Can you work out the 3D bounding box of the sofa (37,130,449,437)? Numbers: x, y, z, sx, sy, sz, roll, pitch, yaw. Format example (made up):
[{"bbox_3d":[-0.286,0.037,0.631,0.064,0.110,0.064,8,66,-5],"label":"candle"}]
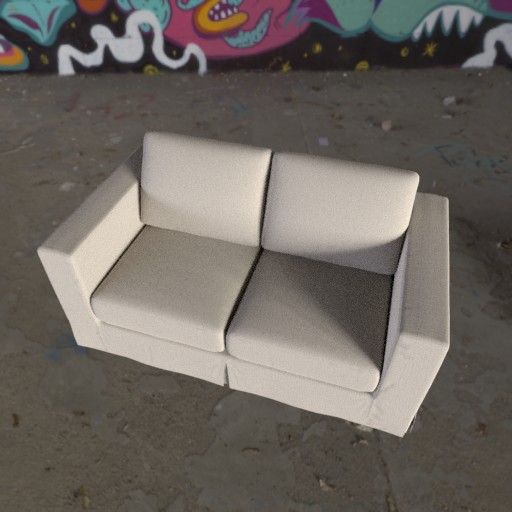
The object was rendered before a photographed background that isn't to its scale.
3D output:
[{"bbox_3d":[0.000,0.000,2.291,1.813,0.932,1.009,12,45,13],"label":"sofa"}]
